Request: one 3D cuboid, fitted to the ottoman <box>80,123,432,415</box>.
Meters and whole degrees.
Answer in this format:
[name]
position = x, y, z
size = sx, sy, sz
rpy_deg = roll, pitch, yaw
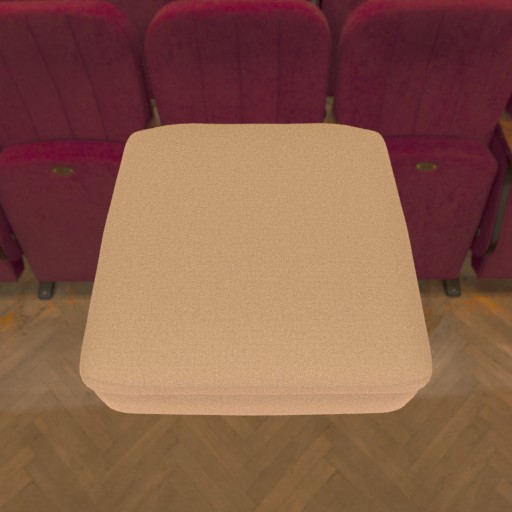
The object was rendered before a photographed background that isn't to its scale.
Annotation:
[ottoman]
position = 0.000, 0.000, 1.526
size = 0.977, 0.467, 0.996
rpy_deg = 0, 58, 0
